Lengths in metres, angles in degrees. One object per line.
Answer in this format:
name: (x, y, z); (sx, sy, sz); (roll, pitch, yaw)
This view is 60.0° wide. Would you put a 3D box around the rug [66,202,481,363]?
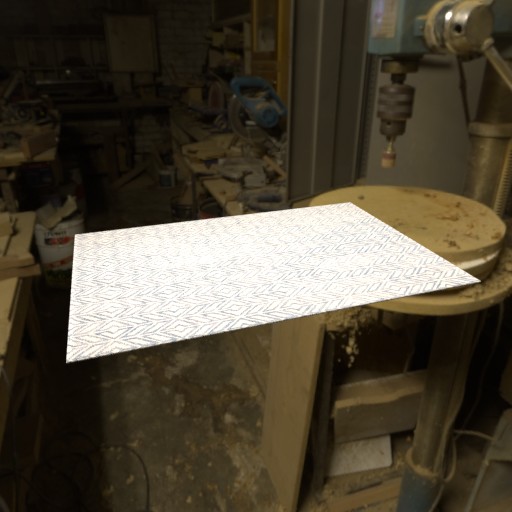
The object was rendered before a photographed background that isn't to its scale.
rug: (0.000, 0.000, 2.343); (1.824, 0.008, 1.220); (-8, 27, -17)
